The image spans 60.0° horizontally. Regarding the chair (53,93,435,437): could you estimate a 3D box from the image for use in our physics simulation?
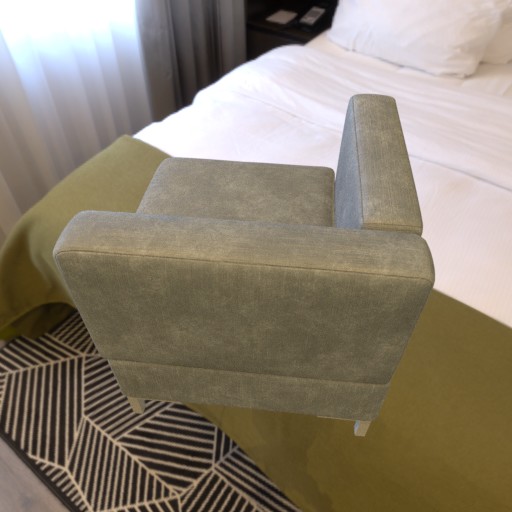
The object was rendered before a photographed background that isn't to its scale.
[{"bbox_3d":[0.000,0.000,1.182,0.680,0.660,0.680,4,46,4],"label":"chair"}]
